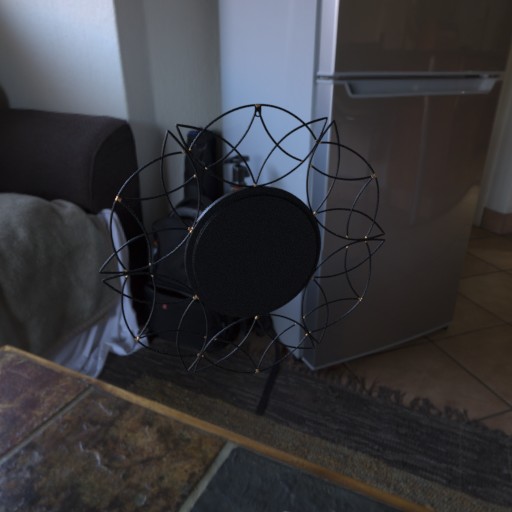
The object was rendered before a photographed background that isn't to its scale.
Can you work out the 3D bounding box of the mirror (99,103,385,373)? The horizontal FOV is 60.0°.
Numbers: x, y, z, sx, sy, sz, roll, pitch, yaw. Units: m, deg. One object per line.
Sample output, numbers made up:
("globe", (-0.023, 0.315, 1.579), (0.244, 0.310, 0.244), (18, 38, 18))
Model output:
("mirror", (0.000, 0.000, 1.184), (0.797, 0.775, 0.028), (-8, 26, -16))
